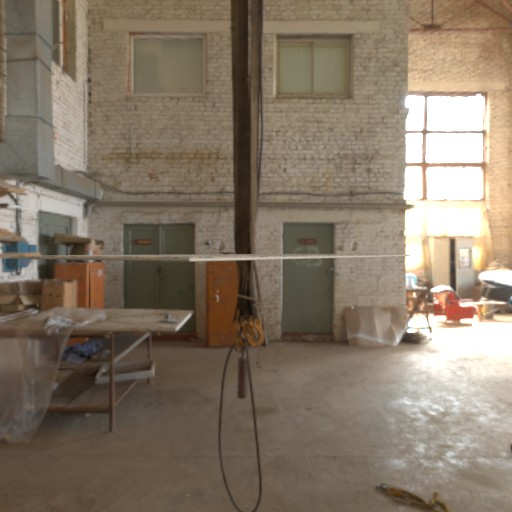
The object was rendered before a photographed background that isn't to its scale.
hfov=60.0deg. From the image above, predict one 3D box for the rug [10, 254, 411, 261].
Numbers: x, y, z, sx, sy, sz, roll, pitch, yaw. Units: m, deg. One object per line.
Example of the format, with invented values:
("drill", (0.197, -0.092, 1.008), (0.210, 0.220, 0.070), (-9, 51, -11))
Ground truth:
("rug", (0.000, 0.000, 1.397), (0.605, 0.007, 1.220), (0, 1, 36))
